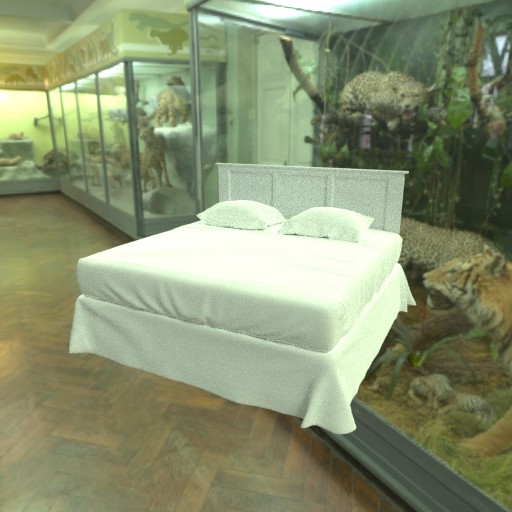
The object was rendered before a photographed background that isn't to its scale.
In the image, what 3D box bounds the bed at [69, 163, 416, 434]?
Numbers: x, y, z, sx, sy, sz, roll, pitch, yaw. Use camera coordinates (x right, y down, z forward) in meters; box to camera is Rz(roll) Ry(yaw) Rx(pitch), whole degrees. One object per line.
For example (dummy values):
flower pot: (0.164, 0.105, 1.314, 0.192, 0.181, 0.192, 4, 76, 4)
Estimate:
bed: (0.000, 0.000, 3.637, 2.317, 1.273, 2.215, 8, 18, 26)
